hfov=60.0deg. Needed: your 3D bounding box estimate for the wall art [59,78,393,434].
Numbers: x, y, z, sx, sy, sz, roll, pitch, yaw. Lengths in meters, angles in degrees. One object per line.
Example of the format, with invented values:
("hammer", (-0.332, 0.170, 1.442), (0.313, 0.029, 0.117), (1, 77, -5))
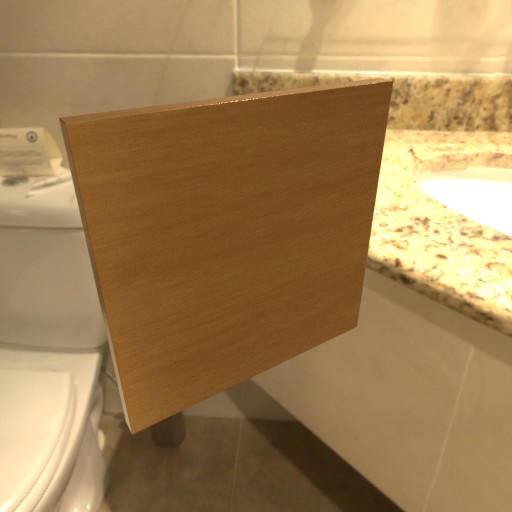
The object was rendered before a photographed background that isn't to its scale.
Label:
("wall art", (0.000, 0.000, 0.437), (0.302, 0.302, 0.019), (-18, 35, -28))
